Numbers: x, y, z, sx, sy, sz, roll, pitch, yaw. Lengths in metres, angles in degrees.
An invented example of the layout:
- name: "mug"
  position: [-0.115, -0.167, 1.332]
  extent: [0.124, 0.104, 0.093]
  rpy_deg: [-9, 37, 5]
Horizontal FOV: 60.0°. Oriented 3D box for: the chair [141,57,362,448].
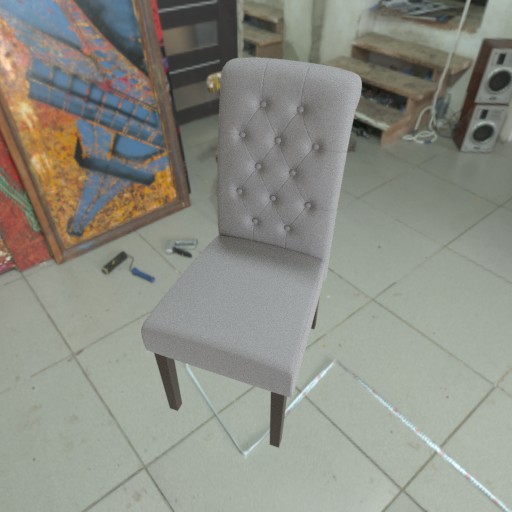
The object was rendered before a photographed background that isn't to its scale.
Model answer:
- name: "chair"
  position: [0.000, 0.000, 1.389]
  extent: [0.456, 1.006, 0.671]
  rpy_deg: [14, 43, 15]
